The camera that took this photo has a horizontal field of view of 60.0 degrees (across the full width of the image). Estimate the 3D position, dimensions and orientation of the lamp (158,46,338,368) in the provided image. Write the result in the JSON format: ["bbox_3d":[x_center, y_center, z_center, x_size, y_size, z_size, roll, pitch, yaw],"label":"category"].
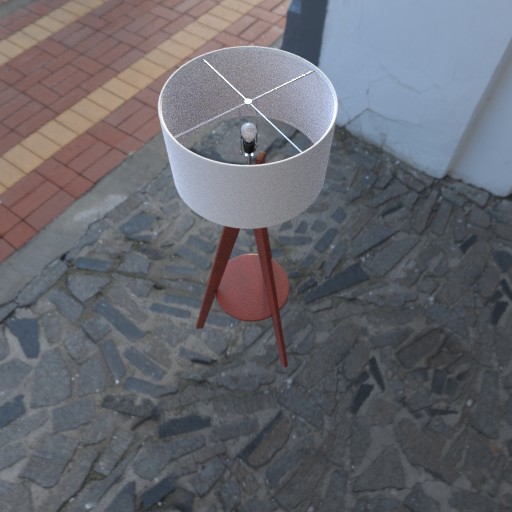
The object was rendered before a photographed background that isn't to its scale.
[{"bbox_3d":[0.000,0.000,1.778,0.539,1.472,0.542,-31,63,-18],"label":"lamp"}]
